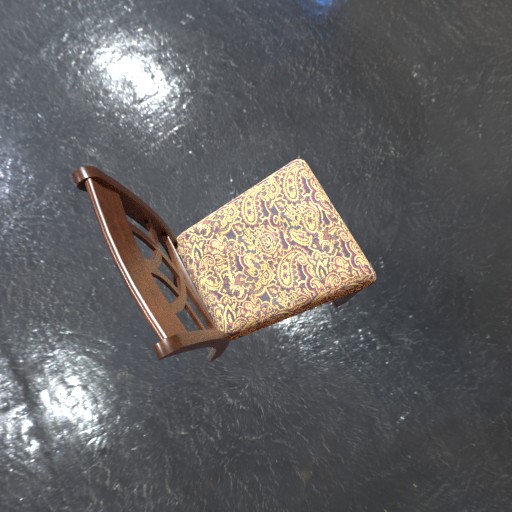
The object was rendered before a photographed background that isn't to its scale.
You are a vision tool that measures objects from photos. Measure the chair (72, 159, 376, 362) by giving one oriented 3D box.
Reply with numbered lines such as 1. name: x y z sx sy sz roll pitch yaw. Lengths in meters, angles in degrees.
1. chair: 0.000 0.000 1.282 0.584 0.965 0.457 -28 77 -7
